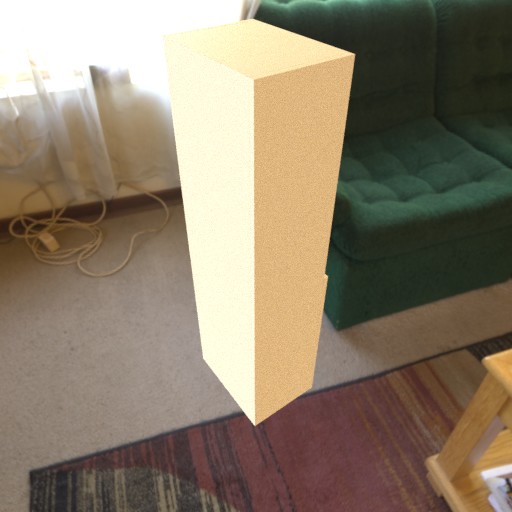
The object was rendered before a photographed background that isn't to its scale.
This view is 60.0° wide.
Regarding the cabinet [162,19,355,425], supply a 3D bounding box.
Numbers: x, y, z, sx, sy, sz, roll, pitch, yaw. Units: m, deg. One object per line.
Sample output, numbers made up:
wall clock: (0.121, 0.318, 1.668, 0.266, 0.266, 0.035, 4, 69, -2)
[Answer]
cabinet: (0.000, 0.000, 1.507, 0.300, 1.350, 0.400, -25, 47, -26)
